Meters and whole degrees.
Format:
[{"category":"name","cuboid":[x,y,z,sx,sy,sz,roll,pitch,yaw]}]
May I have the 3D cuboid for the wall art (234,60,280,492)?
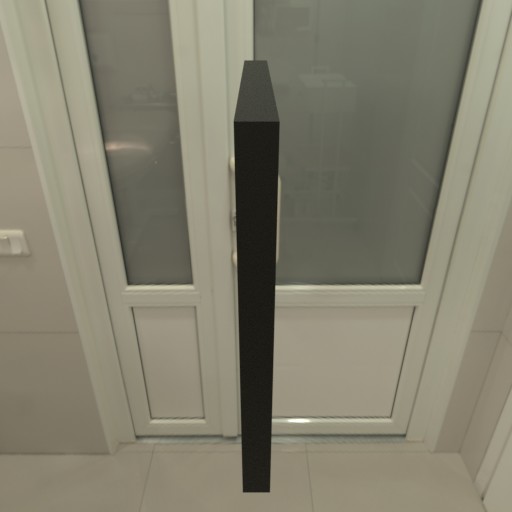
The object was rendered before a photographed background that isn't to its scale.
[{"category":"wall art","cuboid":[0.000,0.000,0.512,0.029,0.381,0.330,0,30,0]}]
